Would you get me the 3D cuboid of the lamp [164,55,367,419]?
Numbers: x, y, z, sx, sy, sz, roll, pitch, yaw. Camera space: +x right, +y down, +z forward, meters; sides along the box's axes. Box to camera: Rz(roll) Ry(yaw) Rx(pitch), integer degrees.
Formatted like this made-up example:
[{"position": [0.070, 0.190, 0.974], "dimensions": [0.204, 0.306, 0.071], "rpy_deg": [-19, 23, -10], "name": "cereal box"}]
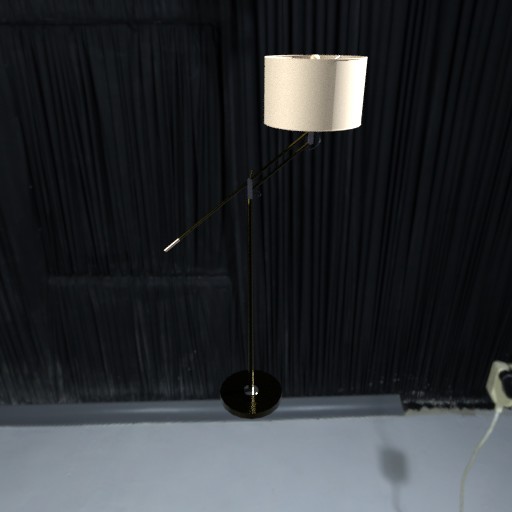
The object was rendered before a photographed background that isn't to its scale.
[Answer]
[{"position": [0.000, 0.000, 1.979], "dimensions": [0.809, 1.635, 0.373], "rpy_deg": [-1, 26, -1], "name": "lamp"}]
